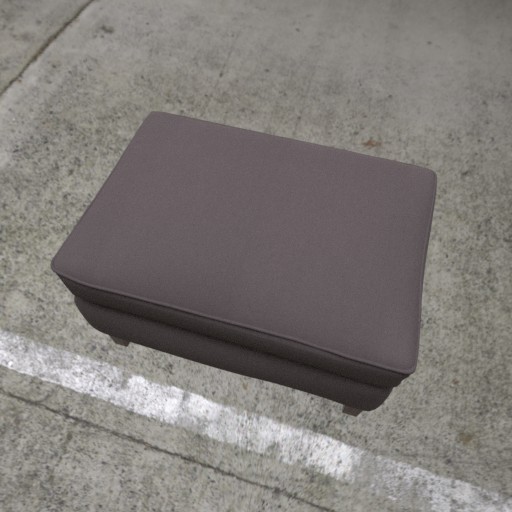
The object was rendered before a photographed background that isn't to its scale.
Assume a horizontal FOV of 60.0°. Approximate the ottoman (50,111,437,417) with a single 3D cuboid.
[{"bbox_3d":[0.000,0.000,0.997,0.686,0.406,0.508,14,59,9],"label":"ottoman"}]
